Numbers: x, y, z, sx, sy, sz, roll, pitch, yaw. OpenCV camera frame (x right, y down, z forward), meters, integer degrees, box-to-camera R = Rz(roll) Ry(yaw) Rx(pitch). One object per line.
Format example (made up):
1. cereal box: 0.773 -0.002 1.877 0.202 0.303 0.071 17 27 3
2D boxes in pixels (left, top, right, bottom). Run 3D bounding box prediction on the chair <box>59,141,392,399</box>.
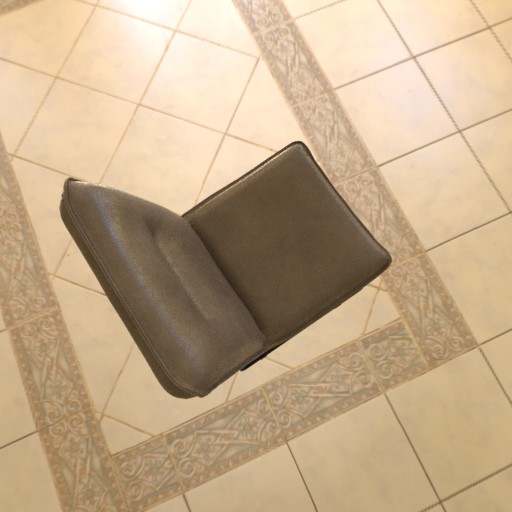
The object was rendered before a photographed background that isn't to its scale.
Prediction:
1. chair: 0.000 0.000 1.317 0.688 0.932 0.515 -33 78 -8
